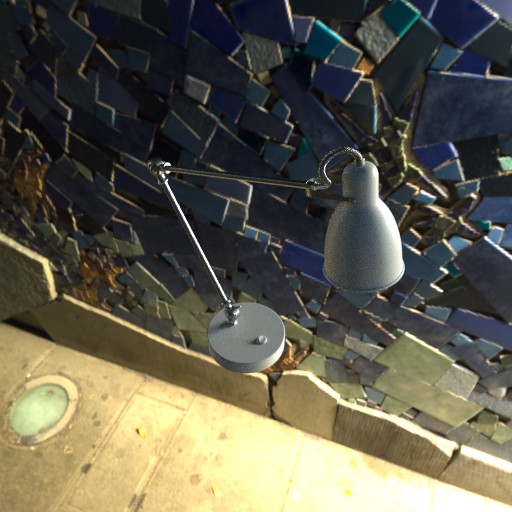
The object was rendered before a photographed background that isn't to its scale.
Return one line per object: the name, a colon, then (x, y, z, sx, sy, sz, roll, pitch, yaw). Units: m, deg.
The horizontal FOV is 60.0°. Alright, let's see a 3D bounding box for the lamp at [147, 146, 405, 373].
lamp: (0.000, 0.000, 0.880, 0.561, 0.587, 0.187, 26, 48, 27)
